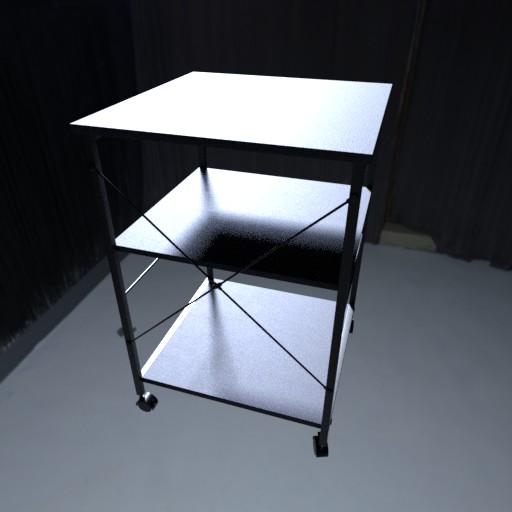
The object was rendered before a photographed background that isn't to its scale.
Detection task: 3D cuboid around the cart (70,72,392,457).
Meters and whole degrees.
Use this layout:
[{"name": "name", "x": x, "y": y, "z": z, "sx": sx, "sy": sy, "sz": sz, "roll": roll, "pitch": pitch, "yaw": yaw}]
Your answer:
[{"name": "cart", "x": 0.000, "y": 0.000, "z": 1.123, "sx": 0.521, "sy": 0.762, "sz": 0.520, "roll": 10, "pitch": 34, "yaw": 15}]
